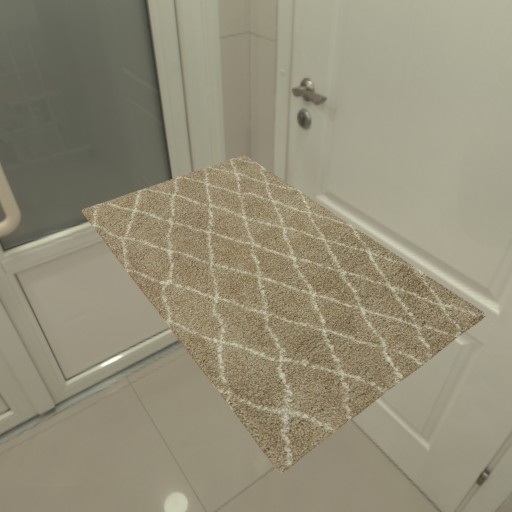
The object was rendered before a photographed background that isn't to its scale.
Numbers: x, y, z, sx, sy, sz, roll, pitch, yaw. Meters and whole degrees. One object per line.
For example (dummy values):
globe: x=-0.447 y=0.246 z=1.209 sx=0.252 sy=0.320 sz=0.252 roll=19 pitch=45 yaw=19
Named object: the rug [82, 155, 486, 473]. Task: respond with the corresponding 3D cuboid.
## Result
rug: x=0.000 y=0.000 z=2.969 sx=1.524 sy=0.030 sz=2.438 roll=-25 pitch=46 yaw=-27
